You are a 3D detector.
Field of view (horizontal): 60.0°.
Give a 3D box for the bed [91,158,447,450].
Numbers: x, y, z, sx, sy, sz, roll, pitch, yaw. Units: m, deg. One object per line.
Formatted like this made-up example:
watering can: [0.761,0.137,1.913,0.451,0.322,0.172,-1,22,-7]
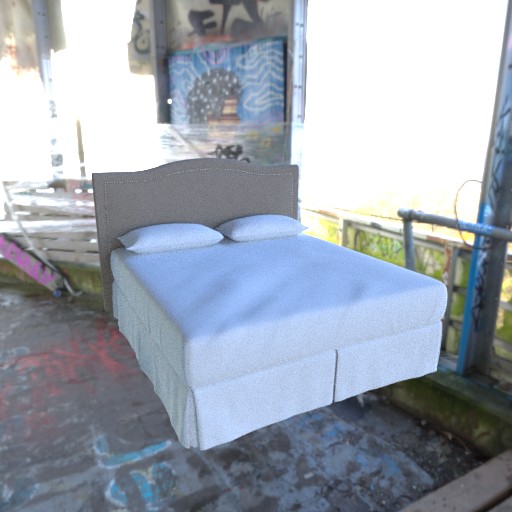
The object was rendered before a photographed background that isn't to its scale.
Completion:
bed: [0.000,0.000,3.517,2.083,1.421,2.182,-8,18,-26]
